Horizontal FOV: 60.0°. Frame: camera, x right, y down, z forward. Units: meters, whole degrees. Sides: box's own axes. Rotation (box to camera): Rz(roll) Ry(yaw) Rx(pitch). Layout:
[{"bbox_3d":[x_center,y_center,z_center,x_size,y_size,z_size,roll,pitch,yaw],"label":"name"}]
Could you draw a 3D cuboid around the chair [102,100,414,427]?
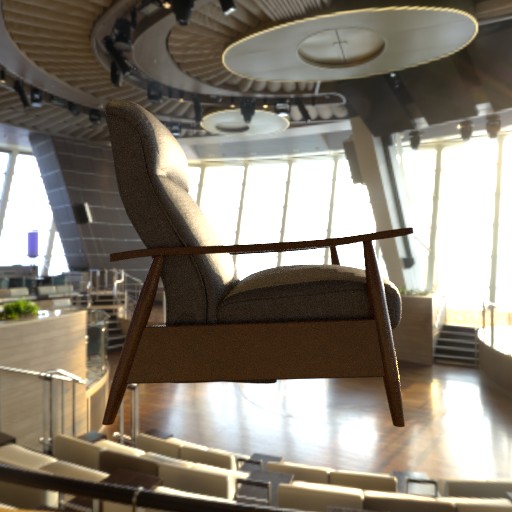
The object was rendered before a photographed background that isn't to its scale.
[{"bbox_3d":[0.000,0.000,1.774,1.014,1.081,0.762,0,0,1],"label":"chair"}]
